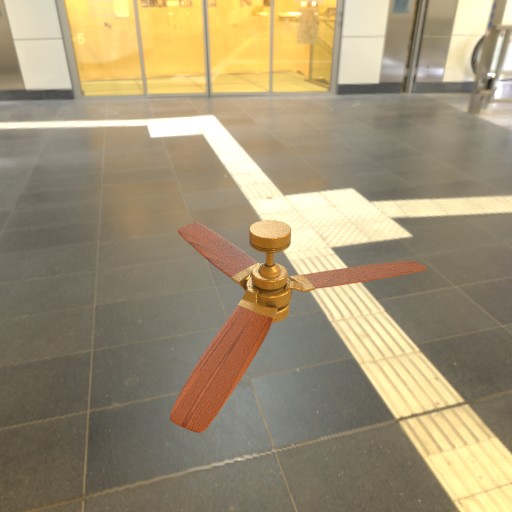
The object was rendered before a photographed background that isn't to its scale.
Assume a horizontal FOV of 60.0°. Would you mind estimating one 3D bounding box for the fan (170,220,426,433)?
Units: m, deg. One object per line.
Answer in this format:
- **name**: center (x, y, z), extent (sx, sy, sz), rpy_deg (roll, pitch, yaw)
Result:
- **fan**: center (0.000, 0.000, 2.053), extent (1.416, 0.425, 1.271), rpy_deg (-19, 35, -30)
